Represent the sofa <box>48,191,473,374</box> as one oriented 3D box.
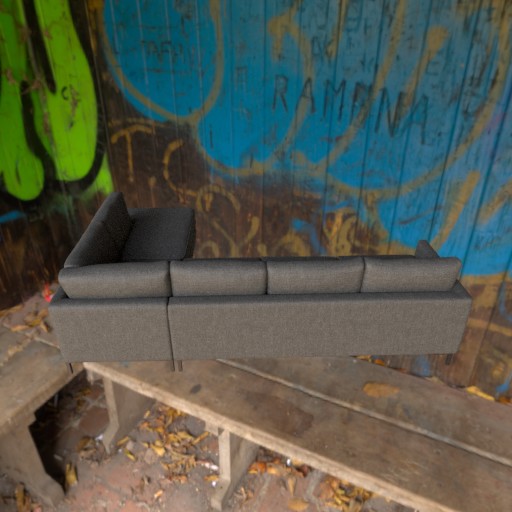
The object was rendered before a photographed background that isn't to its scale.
[{"bbox_3d":[0.000,0.000,3.954,2.972,0.858,1.984,-1,30,-2],"label":"sofa"}]
